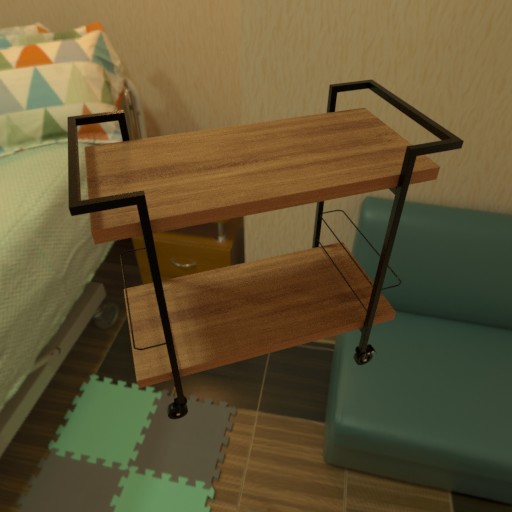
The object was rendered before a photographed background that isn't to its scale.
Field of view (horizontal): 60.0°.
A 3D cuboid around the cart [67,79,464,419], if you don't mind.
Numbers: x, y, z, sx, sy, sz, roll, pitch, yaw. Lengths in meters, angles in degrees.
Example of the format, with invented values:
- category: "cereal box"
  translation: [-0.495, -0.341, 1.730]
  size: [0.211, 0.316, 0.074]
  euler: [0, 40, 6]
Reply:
- category: "cart"
  translation: [0.000, 0.000, 1.247]
  size: [0.806, 0.762, 0.406]
  euler: [-12, 42, -14]
